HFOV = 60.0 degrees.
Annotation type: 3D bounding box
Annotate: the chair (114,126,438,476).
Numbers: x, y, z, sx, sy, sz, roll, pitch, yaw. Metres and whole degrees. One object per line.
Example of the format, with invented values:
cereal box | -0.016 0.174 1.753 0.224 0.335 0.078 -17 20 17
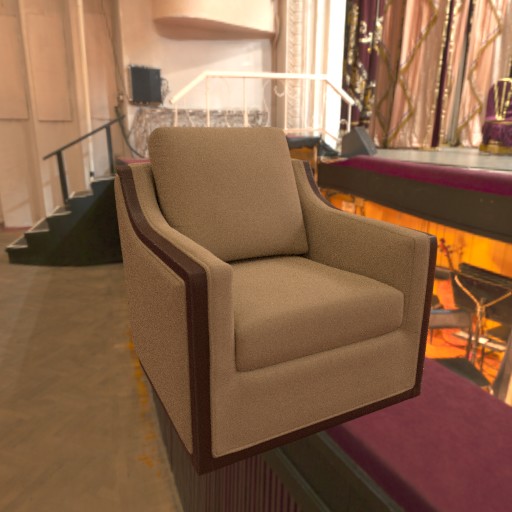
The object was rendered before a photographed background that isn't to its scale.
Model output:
chair | 0.000 0.000 1.656 0.870 0.930 0.950 -8 18 -26
